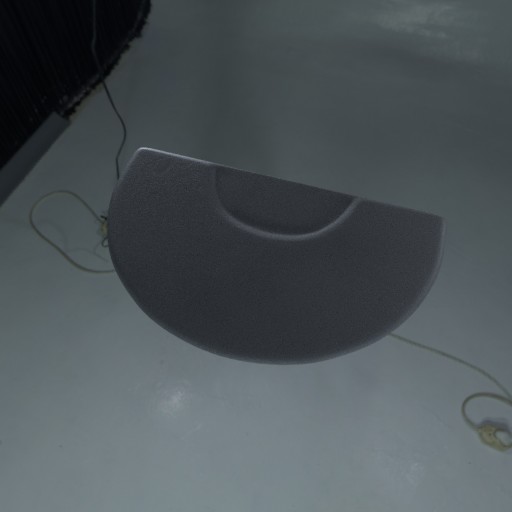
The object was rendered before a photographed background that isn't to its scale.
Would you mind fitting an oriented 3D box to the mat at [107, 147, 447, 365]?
[{"bbox_3d":[0.000,0.000,1.880,1.525,0.016,0.917,15,59,9],"label":"mat"}]
